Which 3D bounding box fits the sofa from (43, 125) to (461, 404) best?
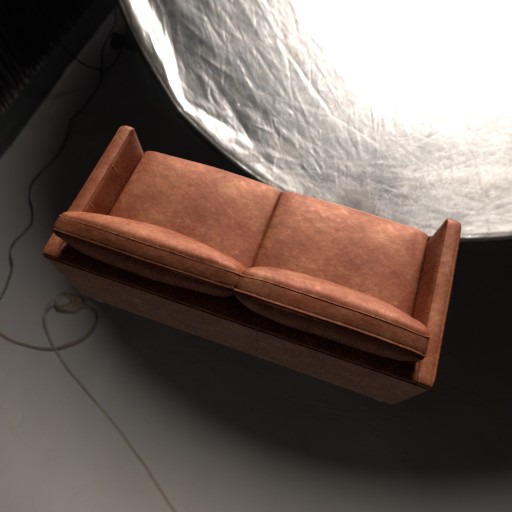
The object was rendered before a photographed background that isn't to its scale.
[{"bbox_3d":[0.000,0.000,2.463,1.971,0.863,0.923,18,66,8],"label":"sofa"}]
